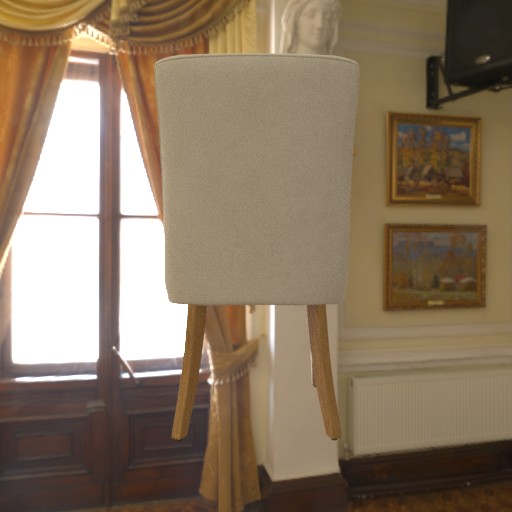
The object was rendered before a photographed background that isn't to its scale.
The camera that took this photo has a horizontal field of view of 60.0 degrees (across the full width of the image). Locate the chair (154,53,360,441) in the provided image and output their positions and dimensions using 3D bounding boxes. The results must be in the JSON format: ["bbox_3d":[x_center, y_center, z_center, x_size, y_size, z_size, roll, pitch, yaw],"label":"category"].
[{"bbox_3d":[0.000,0.000,1.260,0.495,0.902,0.610,0,-1,-1],"label":"chair"}]
